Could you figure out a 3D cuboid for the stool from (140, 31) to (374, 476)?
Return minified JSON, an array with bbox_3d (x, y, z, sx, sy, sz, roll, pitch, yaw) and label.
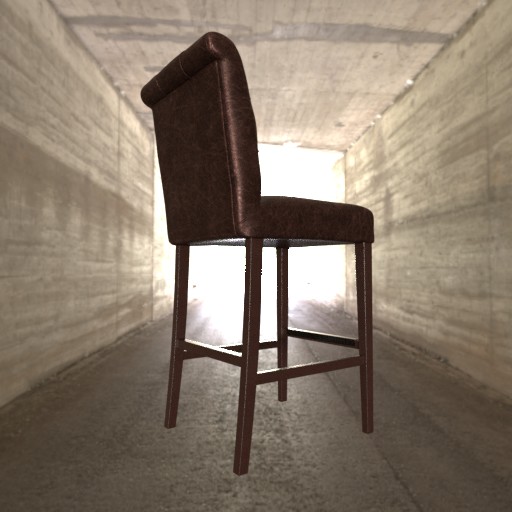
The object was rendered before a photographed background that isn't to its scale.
[{"bbox_3d":[0.000,0.000,1.489,0.659,1.168,0.483,1,-2,-36],"label":"stool"}]
